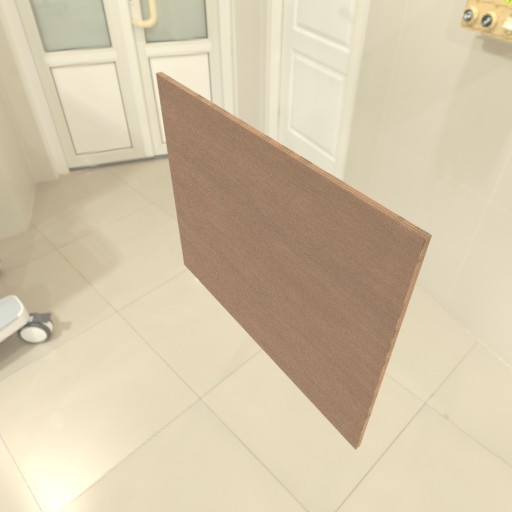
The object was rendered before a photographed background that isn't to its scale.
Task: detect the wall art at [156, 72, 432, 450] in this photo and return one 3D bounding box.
[{"bbox_3d":[0.000,0.000,0.679,0.010,0.408,0.508,-27,48,-27],"label":"wall art"}]
